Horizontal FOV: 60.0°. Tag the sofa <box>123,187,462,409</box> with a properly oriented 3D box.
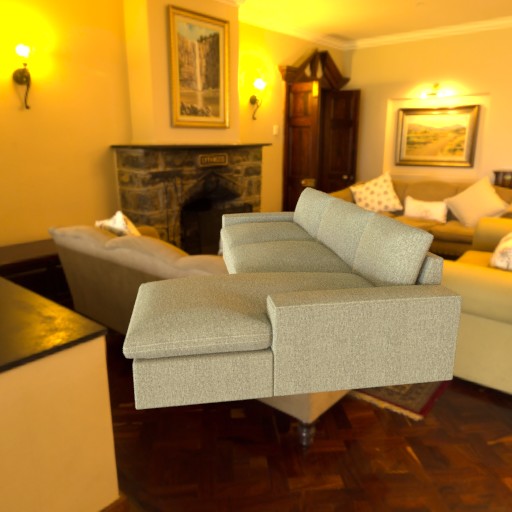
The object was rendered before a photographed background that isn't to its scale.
[{"bbox_3d":[0.000,0.000,3.436,1.689,0.813,2.718,-2,15,-9],"label":"sofa"}]
